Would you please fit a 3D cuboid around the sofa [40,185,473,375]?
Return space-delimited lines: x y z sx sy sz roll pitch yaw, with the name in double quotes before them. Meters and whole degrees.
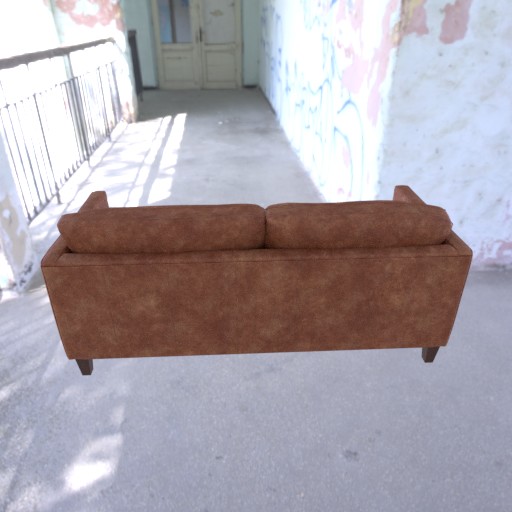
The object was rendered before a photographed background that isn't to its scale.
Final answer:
"sofa" 0.000 0.000 2.487 1.971 0.863 0.923 -1 29 -3
